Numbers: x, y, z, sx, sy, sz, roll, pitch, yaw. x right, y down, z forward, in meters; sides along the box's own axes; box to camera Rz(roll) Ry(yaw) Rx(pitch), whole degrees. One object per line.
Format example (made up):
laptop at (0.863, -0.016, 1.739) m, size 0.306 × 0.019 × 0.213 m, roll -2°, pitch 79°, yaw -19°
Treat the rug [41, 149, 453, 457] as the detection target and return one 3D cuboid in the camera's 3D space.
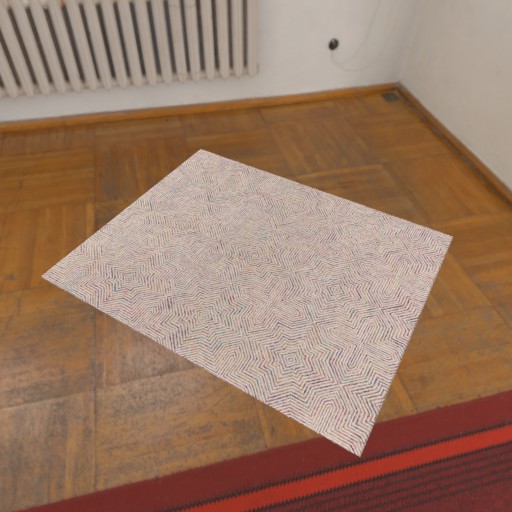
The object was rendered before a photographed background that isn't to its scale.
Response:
rug at (0.000, 0.000, 4.162) m, size 3.046 × 0.008 × 2.442 m, roll 23°, pitch 50°, yaw 21°
